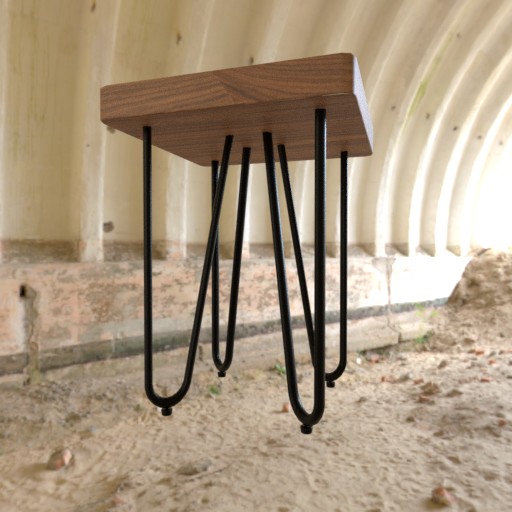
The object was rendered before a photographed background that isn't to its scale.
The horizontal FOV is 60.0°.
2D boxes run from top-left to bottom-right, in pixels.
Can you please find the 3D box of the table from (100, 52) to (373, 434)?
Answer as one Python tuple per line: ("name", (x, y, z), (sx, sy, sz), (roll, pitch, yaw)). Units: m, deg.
("table", (0.000, 0.000, 0.990), (0.480, 0.641, 0.479), (0, 0, 18))
